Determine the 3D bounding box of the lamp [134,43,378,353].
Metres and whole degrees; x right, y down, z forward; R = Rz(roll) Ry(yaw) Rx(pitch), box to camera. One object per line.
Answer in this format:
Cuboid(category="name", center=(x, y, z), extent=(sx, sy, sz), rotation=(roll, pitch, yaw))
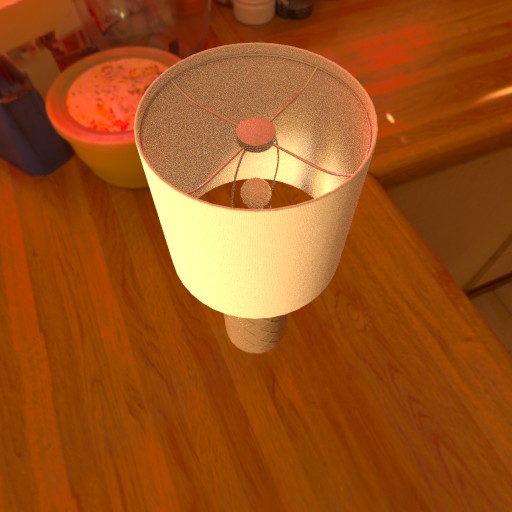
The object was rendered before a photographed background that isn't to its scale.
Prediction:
Cuboid(category="lamp", center=(0.000, 0.000, 0.575), extent=(0.207, 0.461, 0.207), rotation=(32, 64, 18))
